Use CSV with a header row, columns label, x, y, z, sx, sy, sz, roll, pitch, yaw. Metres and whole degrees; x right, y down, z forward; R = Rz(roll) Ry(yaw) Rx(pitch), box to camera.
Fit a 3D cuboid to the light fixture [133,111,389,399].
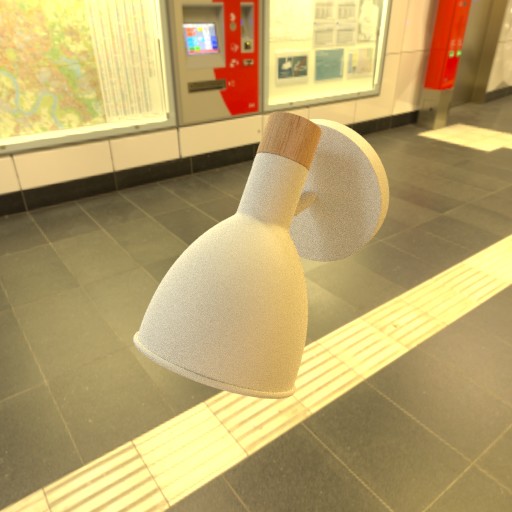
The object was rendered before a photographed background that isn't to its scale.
label,x,y,z,sx,sy,sz,roll,pitch,yaw
light fixture,0.000,0.000,0.335,0.127,0.199,0.209,18,34,29
